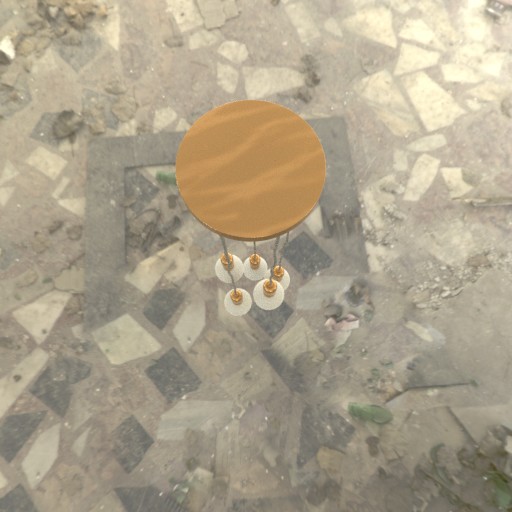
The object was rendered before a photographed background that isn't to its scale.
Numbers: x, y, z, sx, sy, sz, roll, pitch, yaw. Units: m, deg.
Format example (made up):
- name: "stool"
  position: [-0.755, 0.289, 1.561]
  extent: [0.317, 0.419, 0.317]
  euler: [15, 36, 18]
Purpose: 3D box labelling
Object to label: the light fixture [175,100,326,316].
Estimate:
- name: "light fixture"
  position: [0.000, 0.000, 0.504]
  extent: [0.105, 0.457, 0.108]
  euler: [-14, 76, -4]
